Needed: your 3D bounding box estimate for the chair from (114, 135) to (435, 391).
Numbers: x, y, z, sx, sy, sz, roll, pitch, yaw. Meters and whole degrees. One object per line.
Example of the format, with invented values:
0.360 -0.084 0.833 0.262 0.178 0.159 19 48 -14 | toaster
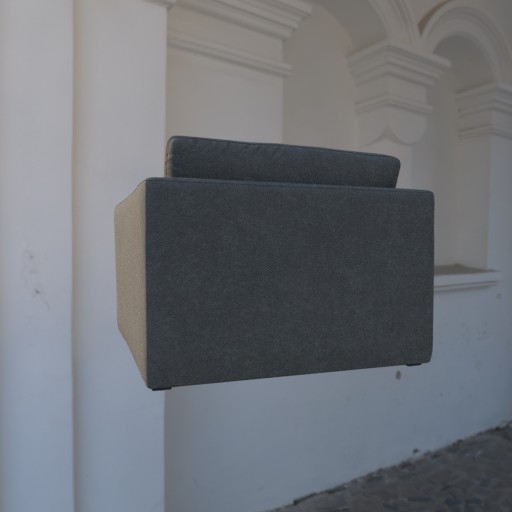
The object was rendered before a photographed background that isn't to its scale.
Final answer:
0.000 0.000 1.966 1.190 0.845 1.091 0 1 -18 | chair
